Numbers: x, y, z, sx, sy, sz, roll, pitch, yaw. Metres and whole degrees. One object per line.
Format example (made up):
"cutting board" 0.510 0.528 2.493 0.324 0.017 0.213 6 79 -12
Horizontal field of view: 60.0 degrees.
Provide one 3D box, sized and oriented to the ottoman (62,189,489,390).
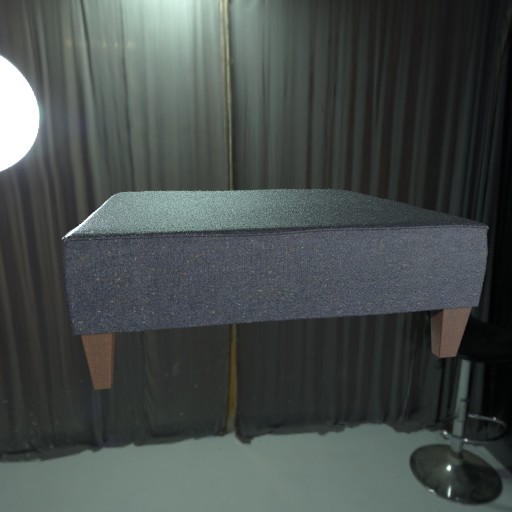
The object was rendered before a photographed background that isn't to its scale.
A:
"ottoman" 0.000 0.000 1.492 1.004 0.382 0.968 -3 14 -10
